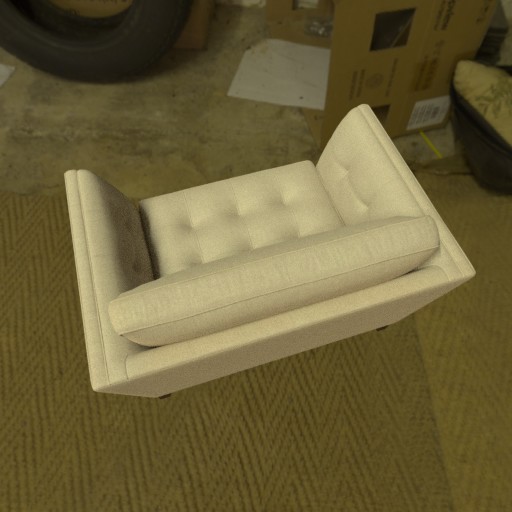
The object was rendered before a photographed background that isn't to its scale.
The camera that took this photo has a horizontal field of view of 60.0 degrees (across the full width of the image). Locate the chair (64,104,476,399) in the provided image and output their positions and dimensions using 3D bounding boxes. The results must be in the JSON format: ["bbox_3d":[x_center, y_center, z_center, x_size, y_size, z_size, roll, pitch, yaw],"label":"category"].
[{"bbox_3d":[0.000,0.000,1.993,1.397,0.940,0.965,-15,60,-9],"label":"chair"}]
